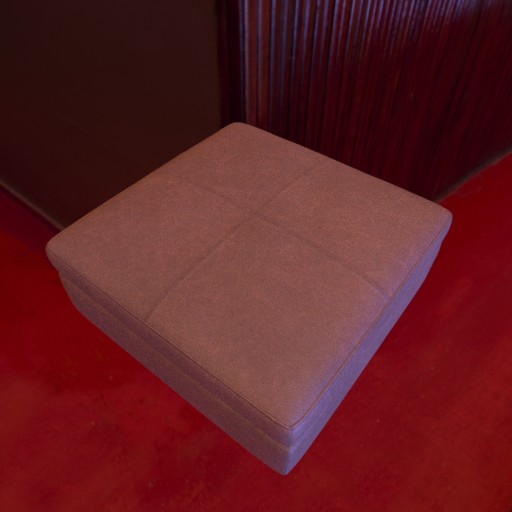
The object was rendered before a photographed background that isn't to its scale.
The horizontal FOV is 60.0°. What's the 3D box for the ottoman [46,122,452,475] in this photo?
[{"bbox_3d":[0.000,0.000,1.818,1.168,0.490,1.168,30,54,25],"label":"ottoman"}]
